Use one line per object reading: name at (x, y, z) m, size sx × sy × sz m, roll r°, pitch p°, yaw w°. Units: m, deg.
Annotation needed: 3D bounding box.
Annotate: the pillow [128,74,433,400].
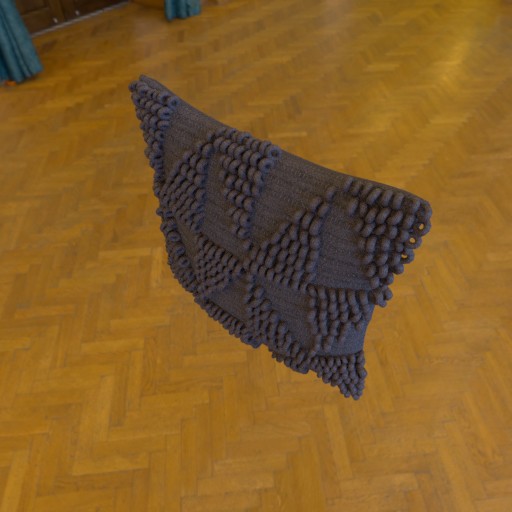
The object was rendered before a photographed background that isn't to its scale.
pillow at (0.000, 0.000, 0.718) m, size 0.470 × 0.467 × 0.172 m, roll 30°, pitch 55°, yaw 24°
